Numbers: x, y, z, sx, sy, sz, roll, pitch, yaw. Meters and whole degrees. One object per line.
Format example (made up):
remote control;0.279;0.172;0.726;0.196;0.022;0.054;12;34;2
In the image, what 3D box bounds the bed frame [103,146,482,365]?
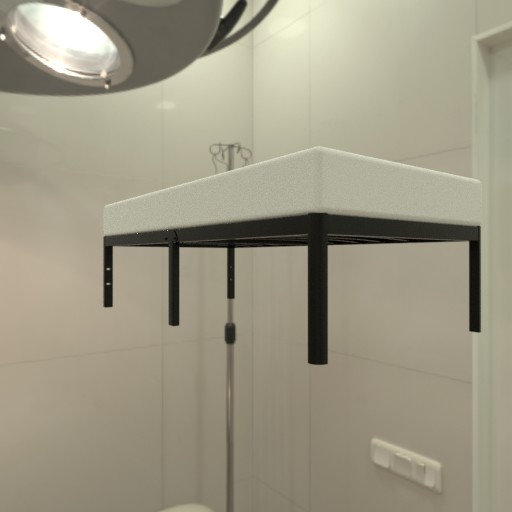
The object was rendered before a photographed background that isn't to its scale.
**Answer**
bed frame;0.000;0.000;2.391;1.023;0.659;1.950;0;0;-37
